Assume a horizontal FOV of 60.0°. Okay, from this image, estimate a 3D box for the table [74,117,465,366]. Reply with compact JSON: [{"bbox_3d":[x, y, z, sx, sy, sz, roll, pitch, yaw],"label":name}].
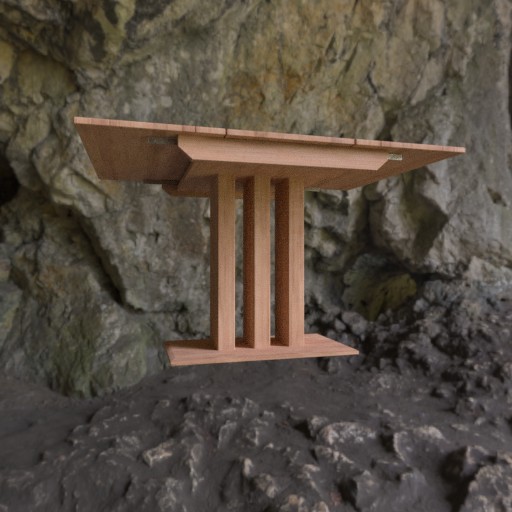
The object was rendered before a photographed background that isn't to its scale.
[{"bbox_3d":[0.000,0.000,1.837,1.300,0.770,0.900,0,0,-15],"label":"table"}]
